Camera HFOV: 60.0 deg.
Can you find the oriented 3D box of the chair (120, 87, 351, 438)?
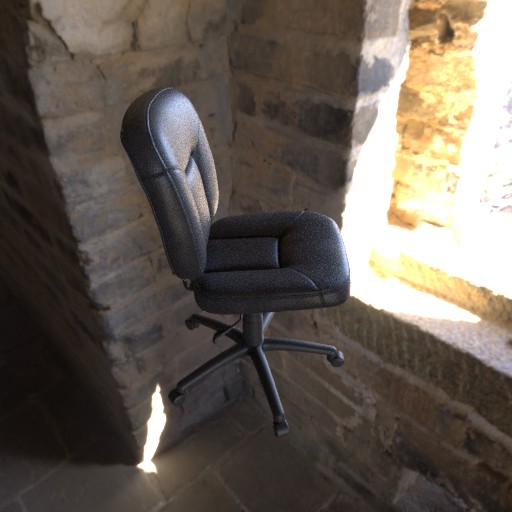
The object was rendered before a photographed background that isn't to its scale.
[{"bbox_3d":[0.000,0.000,1.384,0.646,0.959,0.647,1,34,1],"label":"chair"}]
